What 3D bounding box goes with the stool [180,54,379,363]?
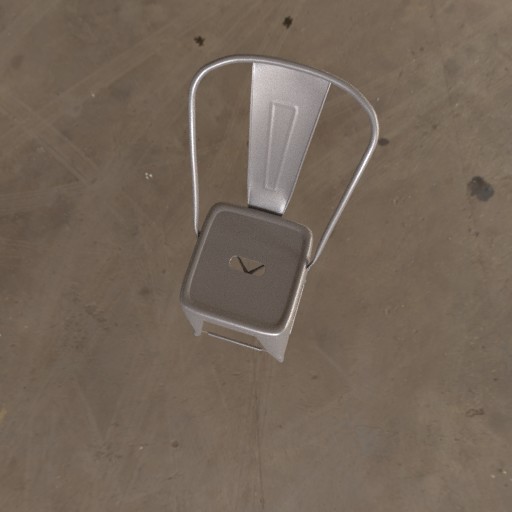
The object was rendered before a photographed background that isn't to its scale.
[{"bbox_3d":[0.000,0.000,1.315,0.399,1.096,0.513,16,76,4],"label":"stool"}]
